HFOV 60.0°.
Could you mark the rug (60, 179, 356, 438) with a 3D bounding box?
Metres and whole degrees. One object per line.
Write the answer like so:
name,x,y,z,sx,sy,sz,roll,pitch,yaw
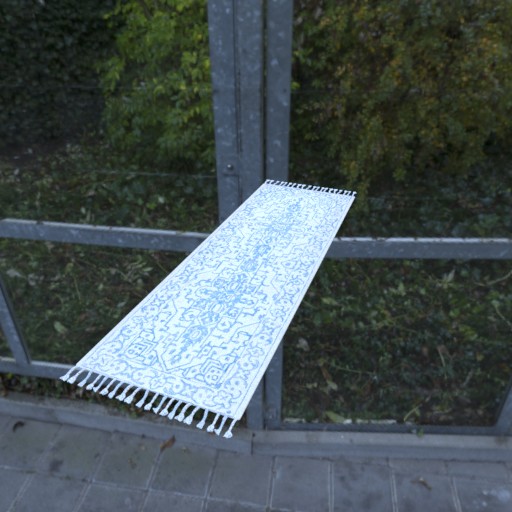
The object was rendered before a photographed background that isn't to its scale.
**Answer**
rug,0.000,0.000,2.674,0.774,0.011,2.449,11,32,19
